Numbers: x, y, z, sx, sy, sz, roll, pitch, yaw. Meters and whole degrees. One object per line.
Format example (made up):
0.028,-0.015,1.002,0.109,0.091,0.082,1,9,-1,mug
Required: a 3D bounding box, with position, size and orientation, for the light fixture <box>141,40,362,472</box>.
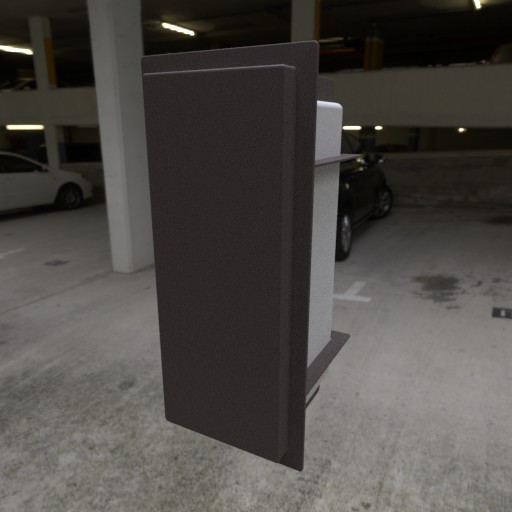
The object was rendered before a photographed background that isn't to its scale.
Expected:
0.000,0.000,0.423,0.153,0.347,0.146,9,19,27,light fixture
